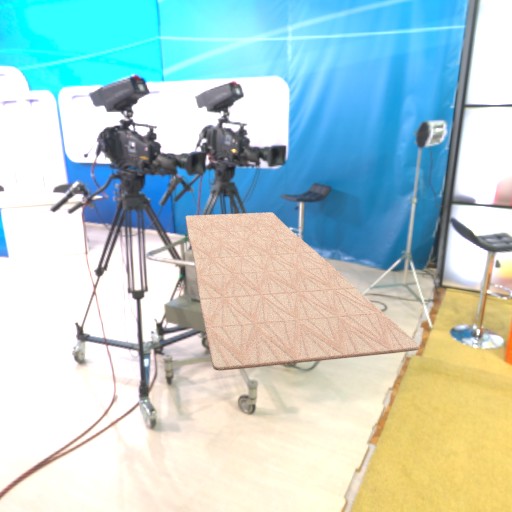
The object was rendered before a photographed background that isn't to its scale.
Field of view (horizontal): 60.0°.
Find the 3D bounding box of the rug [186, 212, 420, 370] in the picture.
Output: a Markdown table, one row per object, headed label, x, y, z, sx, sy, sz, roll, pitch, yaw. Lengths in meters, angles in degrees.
| label | x | y | z | sx | sy | sz | roll | pitch | yaw |
| --- | --- | --- | --- | --- | --- | --- | --- | --- | --- |
| rug | 0.000 | 0.000 | 2.673 | 0.760 | 0.015 | 2.435 | -3 | 18 | -10 |
